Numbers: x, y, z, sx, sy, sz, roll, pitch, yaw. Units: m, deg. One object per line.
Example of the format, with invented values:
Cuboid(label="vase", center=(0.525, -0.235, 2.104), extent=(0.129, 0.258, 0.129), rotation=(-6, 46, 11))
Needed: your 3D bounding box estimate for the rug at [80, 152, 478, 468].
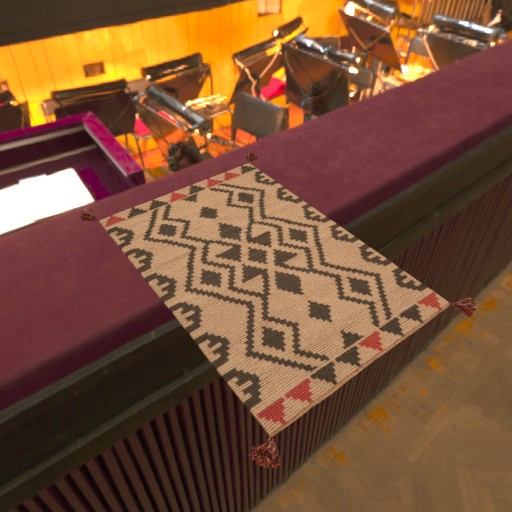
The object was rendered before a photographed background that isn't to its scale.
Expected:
Cuboid(label="rug", center=(0.000, 0.000, 2.624), extent=(1.444, 0.067, 2.069), rotation=(-27, 48, -26))
